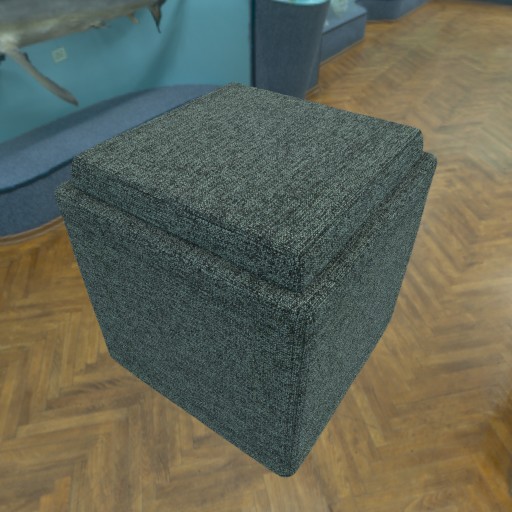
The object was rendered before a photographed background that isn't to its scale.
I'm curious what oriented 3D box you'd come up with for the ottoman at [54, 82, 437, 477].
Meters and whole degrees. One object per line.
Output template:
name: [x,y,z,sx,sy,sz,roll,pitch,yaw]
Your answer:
ottoman: [0.000,0.000,0.808,0.450,0.463,0.450,25,46,26]
